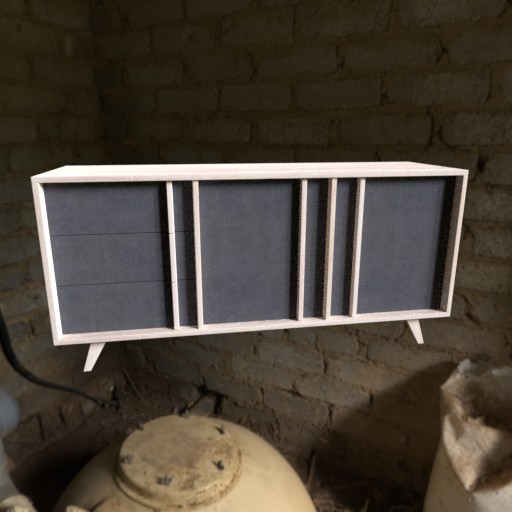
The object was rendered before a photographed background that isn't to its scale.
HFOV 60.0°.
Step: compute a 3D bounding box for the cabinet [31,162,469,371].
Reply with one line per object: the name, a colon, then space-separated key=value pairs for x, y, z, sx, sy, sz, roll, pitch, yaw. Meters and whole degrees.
cabinet: x=0.000 y=0.000 z=1.993 sx=1.650 sy=0.780 sz=0.500 roll=-3 pitch=16 yaw=-9
